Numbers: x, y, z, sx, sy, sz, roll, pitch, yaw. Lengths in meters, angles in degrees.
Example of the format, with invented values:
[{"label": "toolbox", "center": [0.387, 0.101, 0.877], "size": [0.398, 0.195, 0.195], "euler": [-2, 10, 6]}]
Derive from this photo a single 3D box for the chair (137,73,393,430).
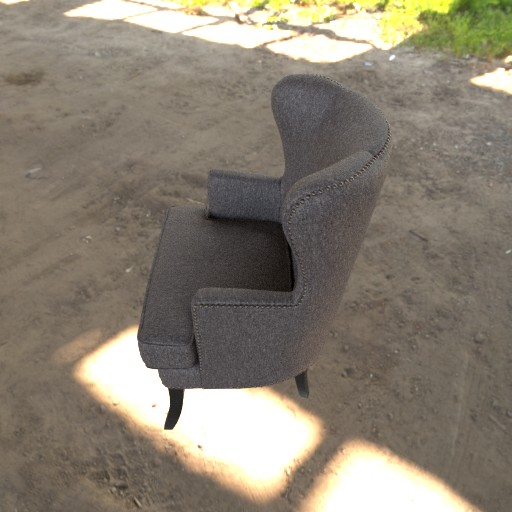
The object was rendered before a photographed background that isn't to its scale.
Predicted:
[{"label": "chair", "center": [0.000, 0.000, 1.594], "size": [0.758, 1.060, 0.759], "euler": [0, 42, -1]}]
